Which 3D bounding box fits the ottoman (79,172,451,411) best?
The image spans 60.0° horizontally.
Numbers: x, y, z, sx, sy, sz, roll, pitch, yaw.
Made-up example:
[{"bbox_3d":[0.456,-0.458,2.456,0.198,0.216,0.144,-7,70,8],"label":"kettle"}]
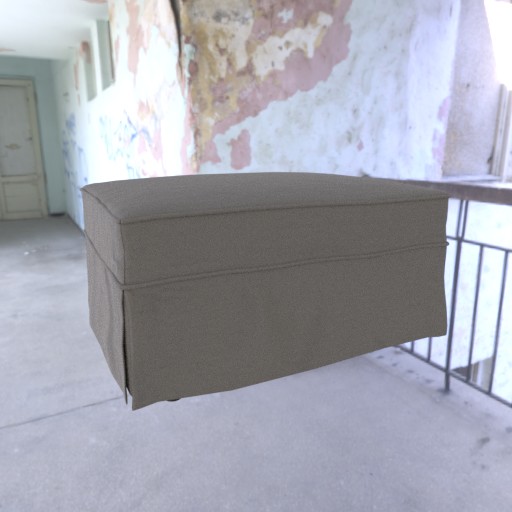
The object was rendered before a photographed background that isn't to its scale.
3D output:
[{"bbox_3d":[0.000,0.000,1.333,0.944,0.479,0.703,-7,16,-26],"label":"ottoman"}]
